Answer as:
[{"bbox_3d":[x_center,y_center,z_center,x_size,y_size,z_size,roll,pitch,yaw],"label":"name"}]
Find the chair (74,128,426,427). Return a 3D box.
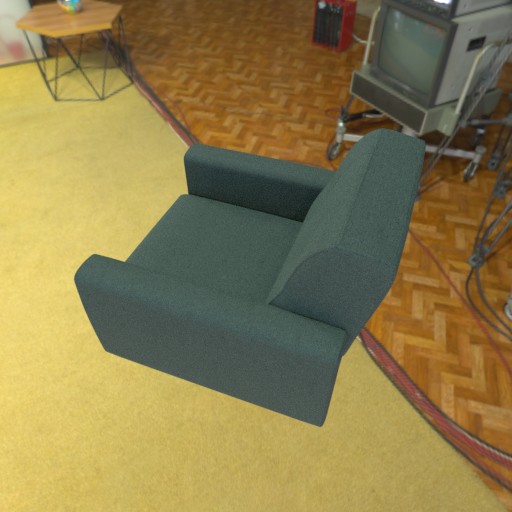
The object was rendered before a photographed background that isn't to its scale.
[{"bbox_3d":[0.000,0.000,1.562,0.909,0.841,0.831,16,47,15],"label":"chair"}]
